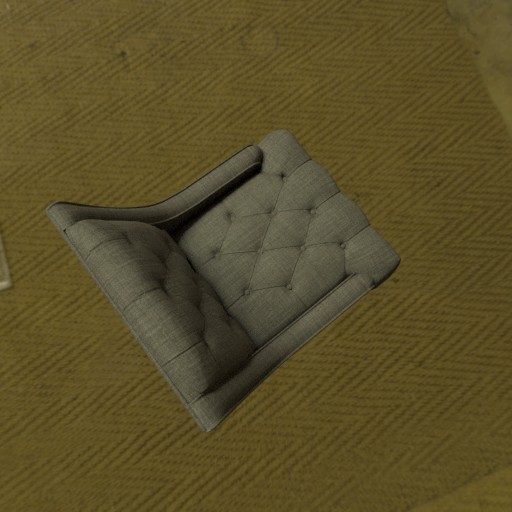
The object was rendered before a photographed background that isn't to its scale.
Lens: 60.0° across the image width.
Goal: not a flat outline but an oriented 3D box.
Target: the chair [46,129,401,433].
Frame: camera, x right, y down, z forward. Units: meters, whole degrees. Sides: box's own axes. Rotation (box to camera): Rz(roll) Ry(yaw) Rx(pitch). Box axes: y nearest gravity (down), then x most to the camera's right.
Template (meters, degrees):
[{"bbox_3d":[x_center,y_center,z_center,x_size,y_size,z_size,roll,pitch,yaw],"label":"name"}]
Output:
[{"bbox_3d":[0.000,0.000,1.450,0.771,0.891,0.655,-38,79,-8],"label":"chair"}]
